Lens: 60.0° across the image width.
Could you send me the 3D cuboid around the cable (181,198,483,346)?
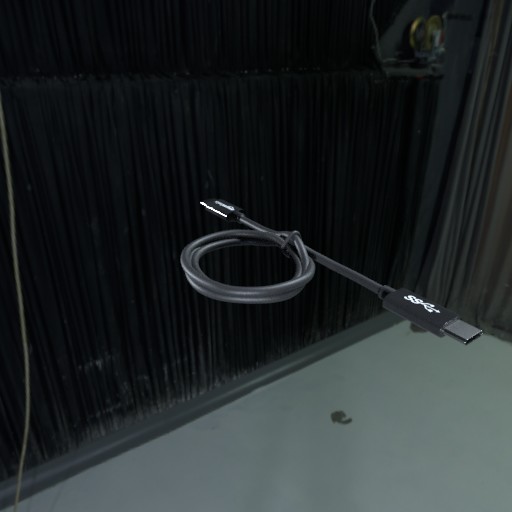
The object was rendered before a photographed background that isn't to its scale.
[{"bbox_3d":[0.000,0.000,0.207,0.070,0.014,0.186,-17,30,-32],"label":"cable"}]
